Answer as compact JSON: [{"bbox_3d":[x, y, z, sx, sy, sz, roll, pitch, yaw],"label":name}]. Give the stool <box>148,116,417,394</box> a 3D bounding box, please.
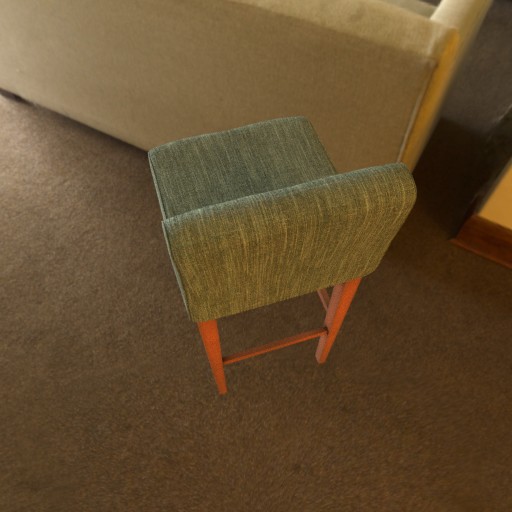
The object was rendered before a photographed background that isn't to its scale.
[{"bbox_3d":[0.000,0.000,1.217,0.426,0.965,0.499,-15,59,-9],"label":"stool"}]
